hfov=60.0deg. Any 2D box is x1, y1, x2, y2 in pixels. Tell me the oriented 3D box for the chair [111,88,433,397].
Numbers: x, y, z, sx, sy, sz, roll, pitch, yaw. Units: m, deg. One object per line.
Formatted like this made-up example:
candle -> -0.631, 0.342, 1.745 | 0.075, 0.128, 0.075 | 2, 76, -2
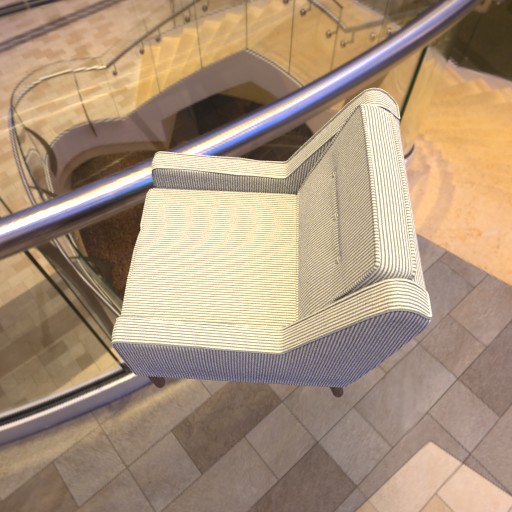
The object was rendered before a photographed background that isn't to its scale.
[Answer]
chair -> 0.000, 0.000, 1.334 | 0.743, 0.792, 0.663 | 3, 59, 2
